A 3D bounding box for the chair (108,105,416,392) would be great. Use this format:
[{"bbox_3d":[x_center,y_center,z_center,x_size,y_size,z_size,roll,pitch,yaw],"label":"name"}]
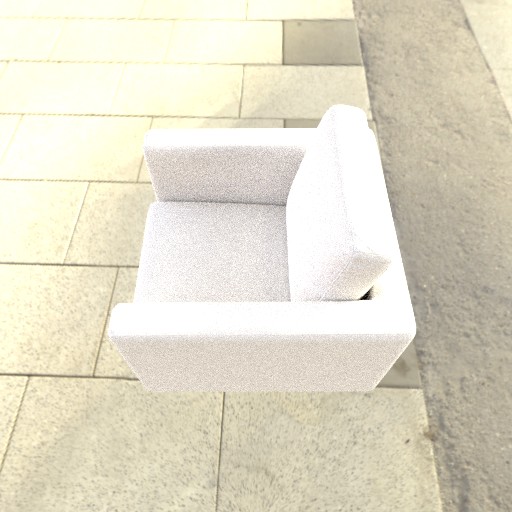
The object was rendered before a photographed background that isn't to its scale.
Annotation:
[{"bbox_3d":[0.000,0.000,1.599,0.879,0.899,0.831,0,57,0],"label":"chair"}]
